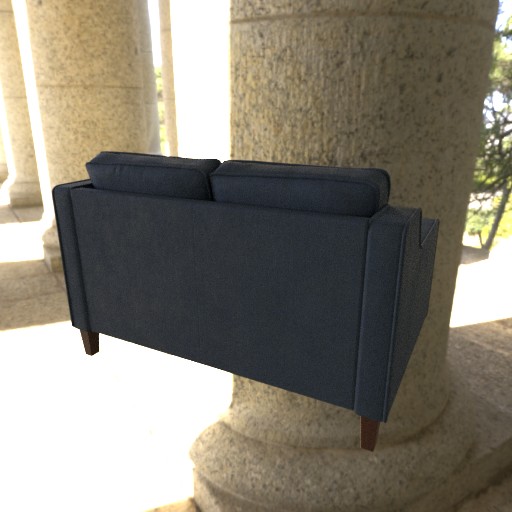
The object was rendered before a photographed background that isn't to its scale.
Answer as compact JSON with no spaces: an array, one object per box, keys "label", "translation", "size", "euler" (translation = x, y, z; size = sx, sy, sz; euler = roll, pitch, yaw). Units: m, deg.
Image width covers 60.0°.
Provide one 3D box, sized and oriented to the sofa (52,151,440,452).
[{"label":"sofa","translation":[0.000,0.000,2.106],"size":[1.501,0.971,0.987],"euler":[9,20,26]}]
